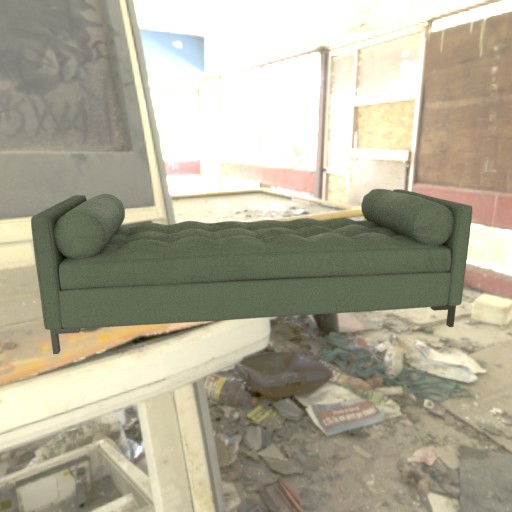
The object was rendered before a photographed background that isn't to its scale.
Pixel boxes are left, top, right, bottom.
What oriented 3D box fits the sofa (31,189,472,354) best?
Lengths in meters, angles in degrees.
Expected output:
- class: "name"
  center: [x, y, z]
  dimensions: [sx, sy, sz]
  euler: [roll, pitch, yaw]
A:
- class: "sofa"
  center: [0.000, 0.000, 2.510]
  dimensions: [2.130, 0.681, 0.817]
  euler: [-2, 15, -8]
